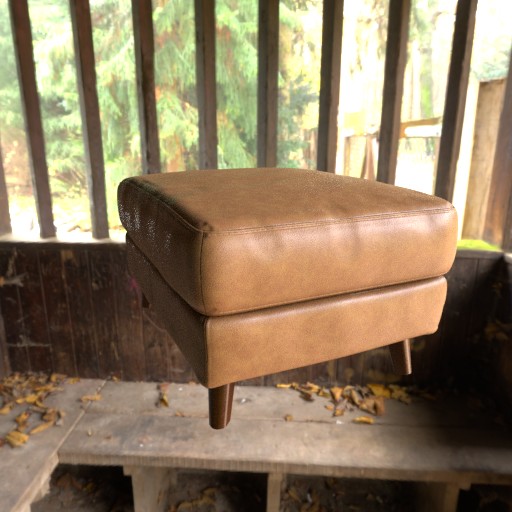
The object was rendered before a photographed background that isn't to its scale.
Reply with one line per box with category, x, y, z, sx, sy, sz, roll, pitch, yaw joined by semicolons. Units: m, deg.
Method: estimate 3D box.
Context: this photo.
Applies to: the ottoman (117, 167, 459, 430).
ottoman;0.000;0.000;1.218;0.630;0.461;0.869;-7;17;-24
